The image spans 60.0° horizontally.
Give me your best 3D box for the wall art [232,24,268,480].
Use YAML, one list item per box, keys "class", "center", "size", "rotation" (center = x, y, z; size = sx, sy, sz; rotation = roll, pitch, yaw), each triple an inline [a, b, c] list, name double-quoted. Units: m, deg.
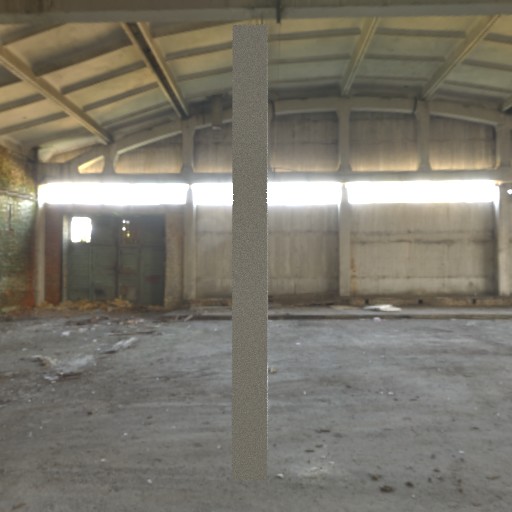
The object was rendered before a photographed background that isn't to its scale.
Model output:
- class: "wall art"
  center: [0.000, 0.000, 0.522]
  size: [0.027, 0.355, 0.355]
  rotation: [0, -2, 2]
